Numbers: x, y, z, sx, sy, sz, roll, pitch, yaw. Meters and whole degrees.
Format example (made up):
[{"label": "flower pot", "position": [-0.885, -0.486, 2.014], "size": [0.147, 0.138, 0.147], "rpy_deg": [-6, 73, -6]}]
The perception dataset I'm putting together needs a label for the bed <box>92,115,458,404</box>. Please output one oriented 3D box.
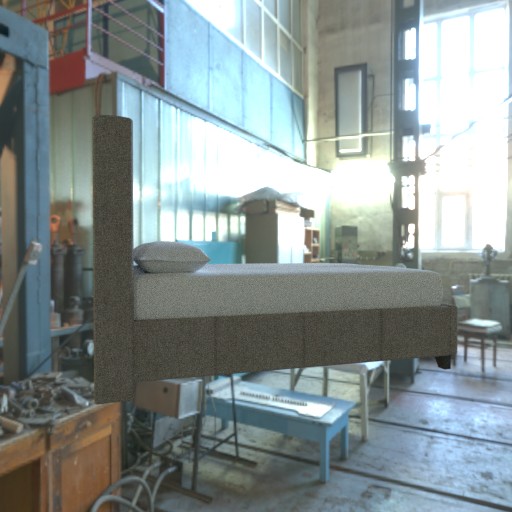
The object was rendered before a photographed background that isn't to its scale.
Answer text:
[{"label": "bed", "position": [0.000, 0.000, 3.371], "size": [2.245, 1.481, 1.714], "rpy_deg": [0, 1, -17]}]
